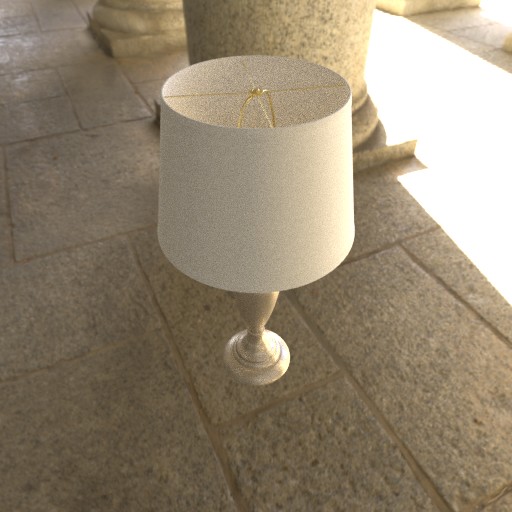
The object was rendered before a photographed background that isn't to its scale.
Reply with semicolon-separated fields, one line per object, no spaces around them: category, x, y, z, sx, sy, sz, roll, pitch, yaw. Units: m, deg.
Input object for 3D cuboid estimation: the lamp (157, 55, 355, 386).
lamp;0.000;0.000;0.800;0.328;0.612;0.328;0;42;0
